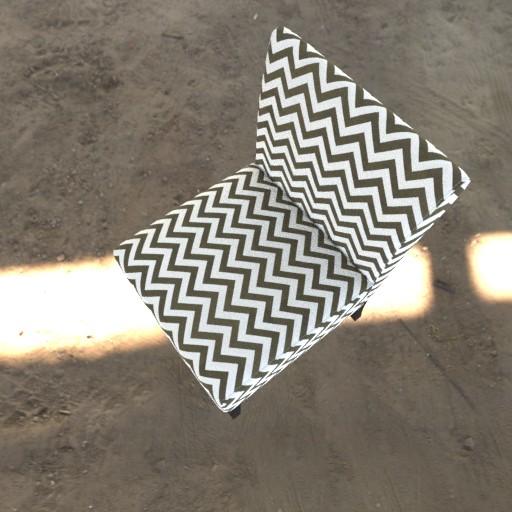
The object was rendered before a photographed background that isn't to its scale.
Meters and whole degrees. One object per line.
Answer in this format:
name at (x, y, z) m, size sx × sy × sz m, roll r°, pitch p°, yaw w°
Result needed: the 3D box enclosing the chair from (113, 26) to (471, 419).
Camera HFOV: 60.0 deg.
chair at (0.000, 0.000, 1.254) m, size 0.648 × 0.838 × 0.589 m, roll -35°, pitch 68°, yaw -16°
